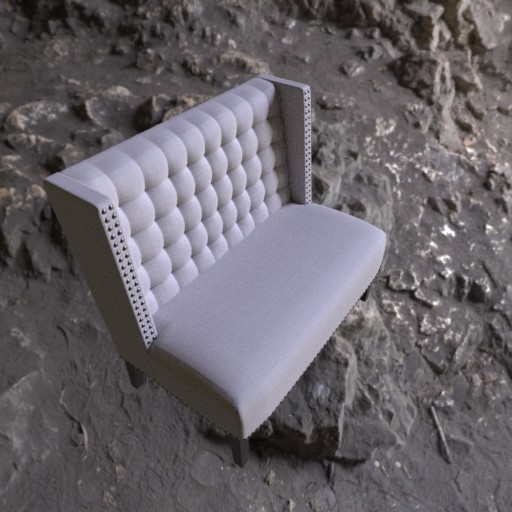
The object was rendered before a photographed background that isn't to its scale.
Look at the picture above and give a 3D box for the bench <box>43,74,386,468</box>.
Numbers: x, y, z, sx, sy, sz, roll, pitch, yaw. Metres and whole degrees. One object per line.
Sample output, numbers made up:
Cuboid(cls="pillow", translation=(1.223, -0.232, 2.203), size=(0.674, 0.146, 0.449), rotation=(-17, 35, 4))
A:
Cuboid(cls="bench", translation=(0.000, 0.000, 2.020), size=(0.847, 1.123, 1.280), rotation=(26, 47, 26))
